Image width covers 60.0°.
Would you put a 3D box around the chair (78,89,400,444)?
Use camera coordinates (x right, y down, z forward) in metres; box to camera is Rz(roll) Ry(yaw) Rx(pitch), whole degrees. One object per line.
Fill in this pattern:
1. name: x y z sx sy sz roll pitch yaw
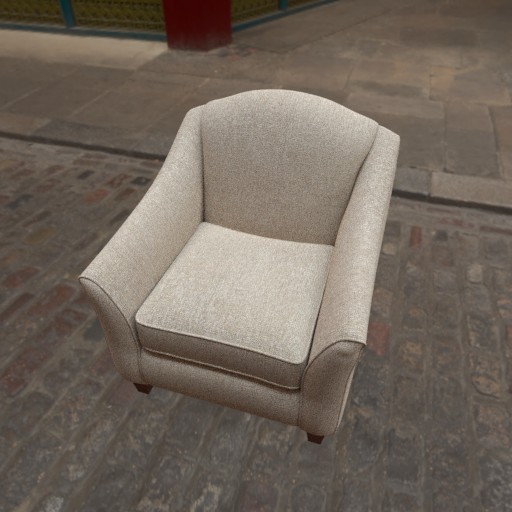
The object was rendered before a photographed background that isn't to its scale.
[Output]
1. chair: 0.000 0.000 1.442 0.763 0.839 0.787 11 41 13
